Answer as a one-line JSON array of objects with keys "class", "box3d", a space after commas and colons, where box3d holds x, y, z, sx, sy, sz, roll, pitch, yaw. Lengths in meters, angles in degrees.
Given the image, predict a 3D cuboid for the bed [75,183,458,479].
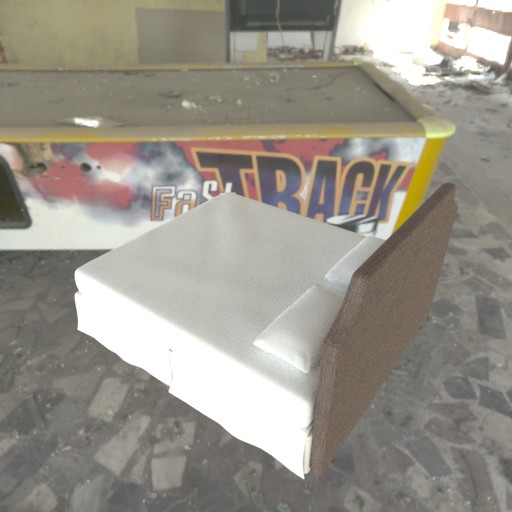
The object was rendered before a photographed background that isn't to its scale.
[{"class": "bed", "box3d": [0.000, 0.000, 4.089, 2.773, 1.590, 2.350, 22, 39, 31]}]
